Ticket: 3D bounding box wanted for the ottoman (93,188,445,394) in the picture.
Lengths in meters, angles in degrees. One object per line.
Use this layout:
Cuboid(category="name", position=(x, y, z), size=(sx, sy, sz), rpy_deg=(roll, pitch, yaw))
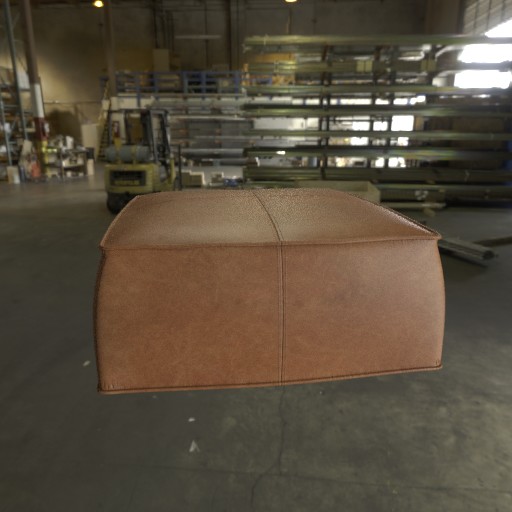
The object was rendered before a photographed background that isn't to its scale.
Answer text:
Cuboid(category="ottoman", position=(0.000, 0.000, 1.430), size=(0.902, 0.395, 0.901), rpy_deg=(-2, 16, -7))
